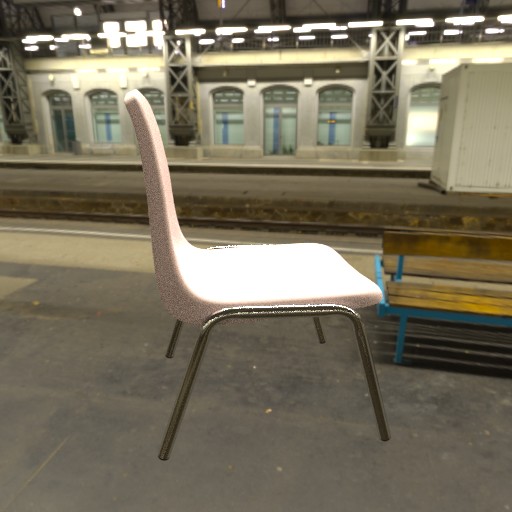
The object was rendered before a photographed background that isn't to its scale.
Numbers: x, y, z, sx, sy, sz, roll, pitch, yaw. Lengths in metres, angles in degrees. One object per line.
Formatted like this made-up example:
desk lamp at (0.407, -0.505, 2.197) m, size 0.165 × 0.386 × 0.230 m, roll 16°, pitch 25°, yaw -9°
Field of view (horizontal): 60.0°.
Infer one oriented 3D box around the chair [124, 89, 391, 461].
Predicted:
chair at (0.000, 0.000, 0.771) m, size 0.385 × 0.537 × 0.354 m, roll -3°, pitch 17°, yaw -9°
